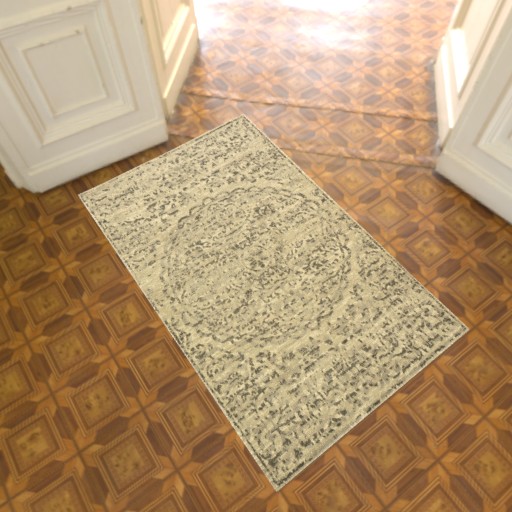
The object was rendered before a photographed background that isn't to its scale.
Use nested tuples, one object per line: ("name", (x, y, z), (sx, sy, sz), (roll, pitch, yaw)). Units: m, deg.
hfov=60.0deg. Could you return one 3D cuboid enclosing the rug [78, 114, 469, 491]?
("rug", (0.000, 0.000, 3.056), (1.527, 0.021, 2.447), (-32, 64, -18))
